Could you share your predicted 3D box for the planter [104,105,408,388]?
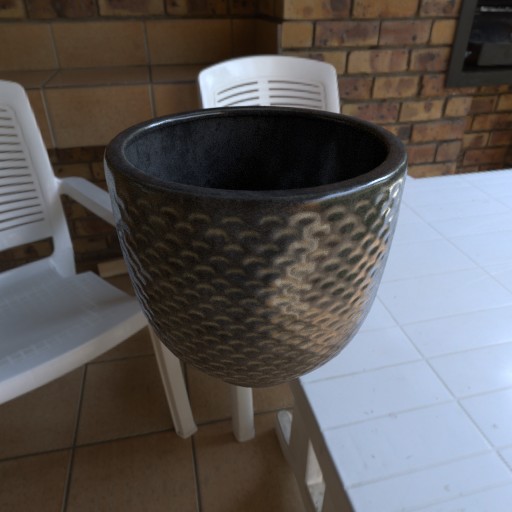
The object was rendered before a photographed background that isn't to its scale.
[{"bbox_3d":[0.000,0.000,0.299,0.172,0.160,0.172,0,31,0],"label":"planter"}]
